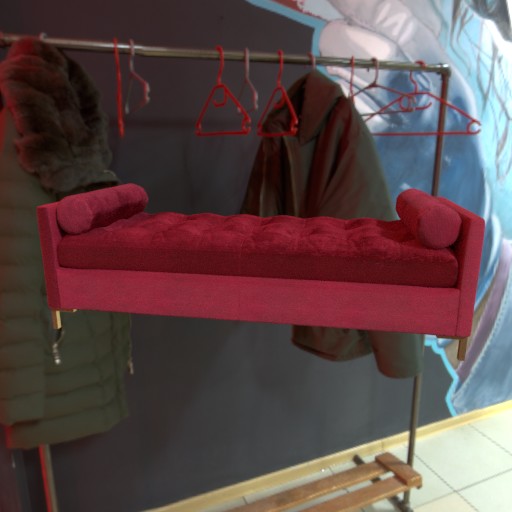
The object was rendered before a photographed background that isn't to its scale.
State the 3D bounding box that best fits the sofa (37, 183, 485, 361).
[{"bbox_3d":[0.000,0.000,2.446,2.102,0.705,0.796,3,15,10],"label":"sofa"}]
